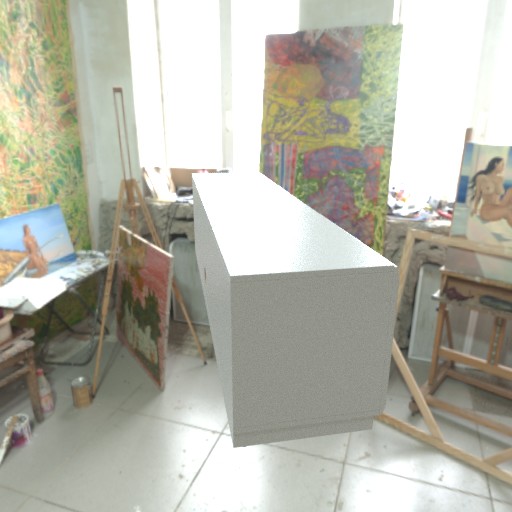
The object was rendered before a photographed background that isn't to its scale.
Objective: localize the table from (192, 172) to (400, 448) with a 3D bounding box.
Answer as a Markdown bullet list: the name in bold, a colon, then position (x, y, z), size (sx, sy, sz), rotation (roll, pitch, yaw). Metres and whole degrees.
- **table**: position (0.000, 0.000, 1.733), size (0.400, 0.440, 1.550), rotation (-3, 19, -10)
